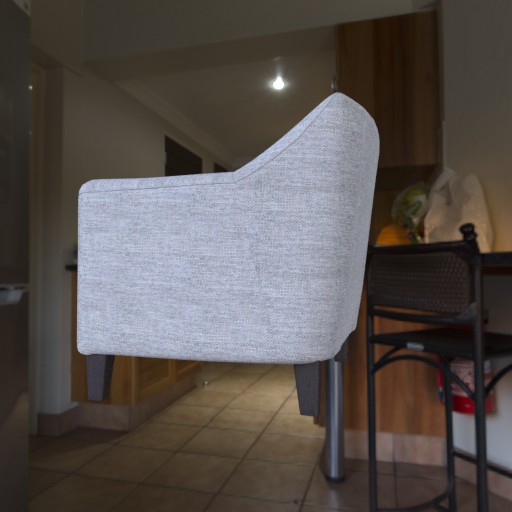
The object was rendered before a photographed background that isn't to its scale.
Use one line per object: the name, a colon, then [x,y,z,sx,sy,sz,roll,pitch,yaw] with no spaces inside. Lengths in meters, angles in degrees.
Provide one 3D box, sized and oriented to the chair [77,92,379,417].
chair: [0.000,0.000,1.412,0.758,0.761,0.796,0,-1,18]
